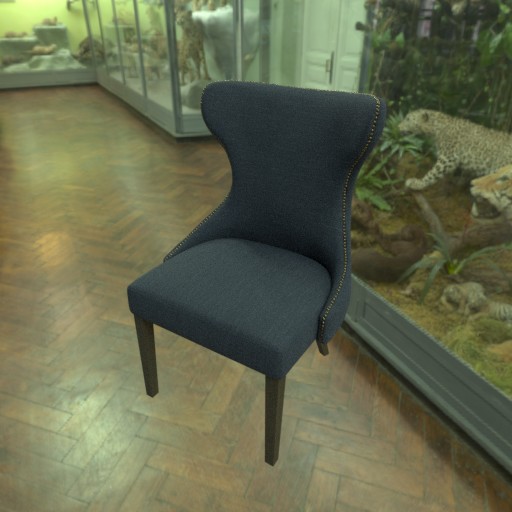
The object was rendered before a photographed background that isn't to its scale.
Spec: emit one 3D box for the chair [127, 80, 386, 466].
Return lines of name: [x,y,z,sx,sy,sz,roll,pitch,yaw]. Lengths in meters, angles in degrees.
chair: [0.000,0.000,1.406,0.628,0.967,0.635,17,34,28]
